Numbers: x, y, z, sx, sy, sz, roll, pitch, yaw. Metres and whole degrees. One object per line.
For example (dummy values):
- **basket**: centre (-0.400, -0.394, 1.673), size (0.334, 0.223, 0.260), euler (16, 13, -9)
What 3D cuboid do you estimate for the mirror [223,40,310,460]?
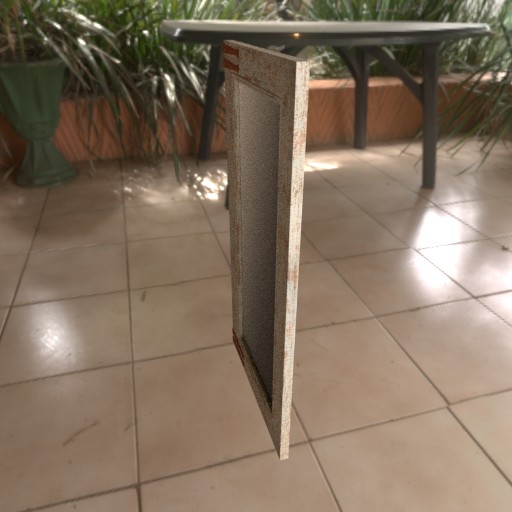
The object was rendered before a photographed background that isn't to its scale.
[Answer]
- **mirror**: centre (0.000, 0.000, 1.084), size (0.027, 0.922, 0.472), euler (-9, 31, -15)
